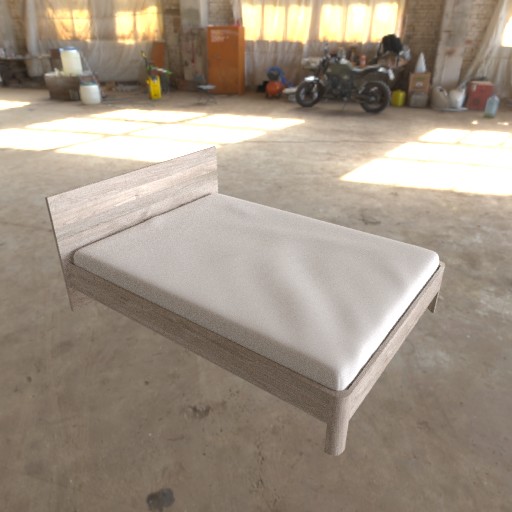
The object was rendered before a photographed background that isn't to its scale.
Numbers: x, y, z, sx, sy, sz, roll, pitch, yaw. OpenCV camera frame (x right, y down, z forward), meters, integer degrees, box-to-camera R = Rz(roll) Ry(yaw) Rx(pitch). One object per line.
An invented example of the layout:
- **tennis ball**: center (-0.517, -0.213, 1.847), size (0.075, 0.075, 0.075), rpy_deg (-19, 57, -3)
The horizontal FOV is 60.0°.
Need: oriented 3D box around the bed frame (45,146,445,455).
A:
- **bed frame**: center (0.000, 0.000, 2.783), size (1.950, 0.800, 1.490), rpy_deg (19, 33, 32)
